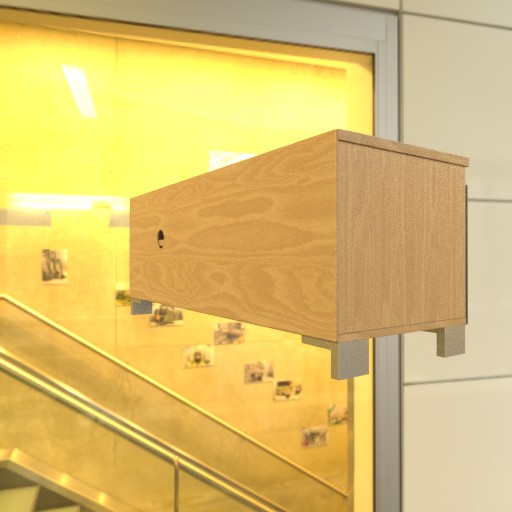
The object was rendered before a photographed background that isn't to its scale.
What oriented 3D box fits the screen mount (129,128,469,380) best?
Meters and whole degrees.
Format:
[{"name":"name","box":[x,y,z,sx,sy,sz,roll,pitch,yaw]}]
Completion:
[{"name":"screen mount","box":[0.000,0.000,1.314,0.406,0.432,1.084,0,0,-34]}]
